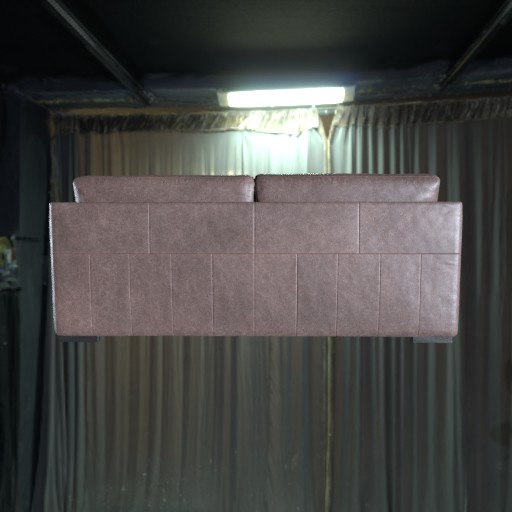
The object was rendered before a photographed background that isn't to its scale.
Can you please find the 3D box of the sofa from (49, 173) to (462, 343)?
[{"bbox_3d":[0.000,0.000,2.887,2.261,0.941,1.143,0,0,1],"label":"sofa"}]
